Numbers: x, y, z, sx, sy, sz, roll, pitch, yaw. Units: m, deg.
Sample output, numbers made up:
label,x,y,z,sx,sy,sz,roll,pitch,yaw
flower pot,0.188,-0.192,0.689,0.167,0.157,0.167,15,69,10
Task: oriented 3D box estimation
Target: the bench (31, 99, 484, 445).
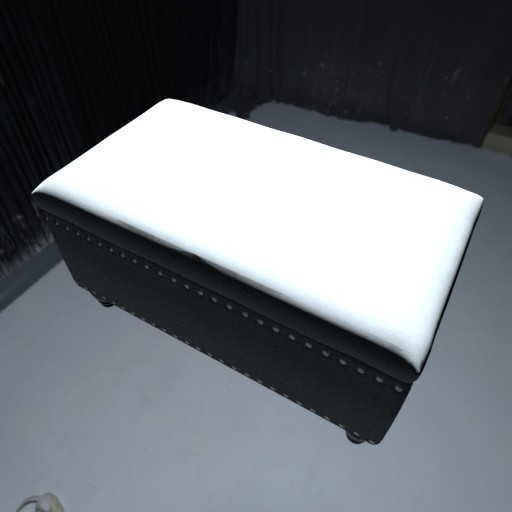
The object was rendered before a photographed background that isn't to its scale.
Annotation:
label,x,y,z,sx,sy,sz,roll,pitch,yaw
bench,0.000,0.000,1.127,0.887,0.449,0.500,23,51,20
